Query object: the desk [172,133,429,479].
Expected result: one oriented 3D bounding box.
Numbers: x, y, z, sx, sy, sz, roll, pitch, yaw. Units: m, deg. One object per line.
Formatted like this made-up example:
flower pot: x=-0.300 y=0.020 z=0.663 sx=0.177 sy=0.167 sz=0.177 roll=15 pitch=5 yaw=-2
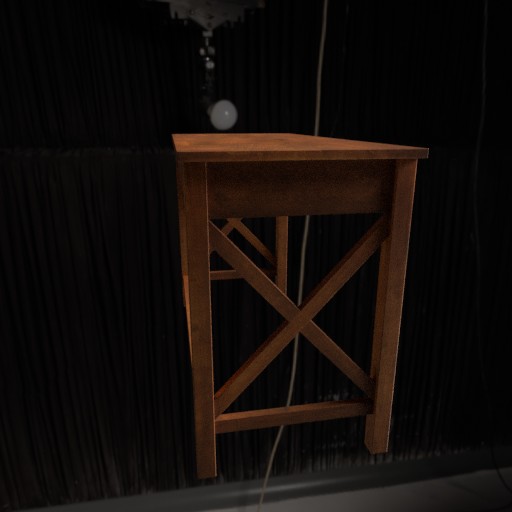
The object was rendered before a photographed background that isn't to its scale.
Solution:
desk: x=0.000 y=0.000 z=1.489 sx=0.508 sy=0.762 sz=1.117 roll=-3 pitch=17 yaw=-10
